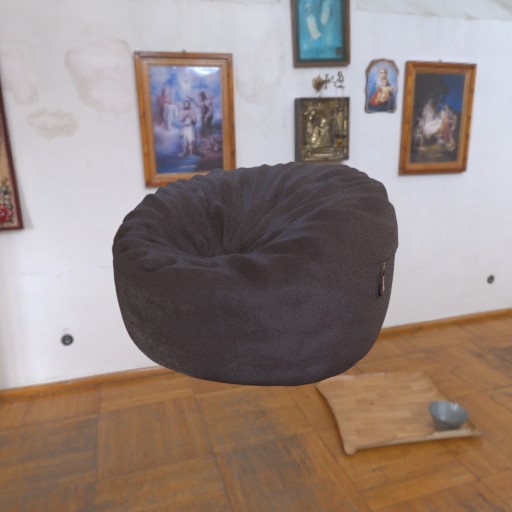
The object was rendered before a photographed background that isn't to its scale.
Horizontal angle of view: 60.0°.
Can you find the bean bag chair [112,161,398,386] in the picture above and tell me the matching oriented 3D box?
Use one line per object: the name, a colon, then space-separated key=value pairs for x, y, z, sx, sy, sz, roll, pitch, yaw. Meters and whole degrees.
bean bag chair: x=0.000 y=0.000 z=2.042 sx=1.245 sy=0.821 sz=1.245 roll=0 pitch=14 yaw=0
